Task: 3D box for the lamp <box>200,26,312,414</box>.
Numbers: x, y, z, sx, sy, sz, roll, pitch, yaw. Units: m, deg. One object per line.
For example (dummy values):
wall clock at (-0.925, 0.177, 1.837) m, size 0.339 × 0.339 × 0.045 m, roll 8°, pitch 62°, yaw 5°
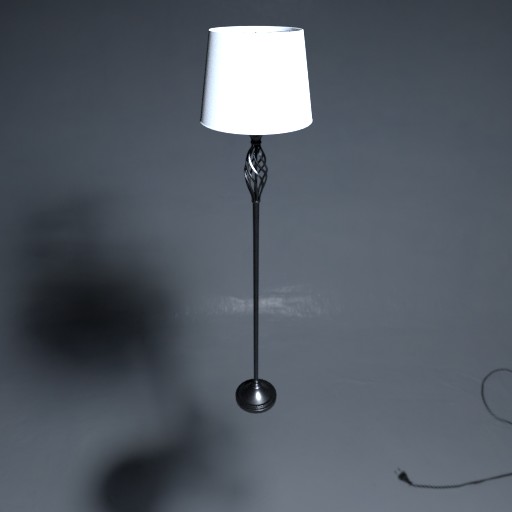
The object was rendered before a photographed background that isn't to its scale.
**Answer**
lamp at (0.000, 0.000, 1.779) m, size 0.379 × 1.623 × 0.379 m, roll 0°, pitch 31°, yaw 0°
